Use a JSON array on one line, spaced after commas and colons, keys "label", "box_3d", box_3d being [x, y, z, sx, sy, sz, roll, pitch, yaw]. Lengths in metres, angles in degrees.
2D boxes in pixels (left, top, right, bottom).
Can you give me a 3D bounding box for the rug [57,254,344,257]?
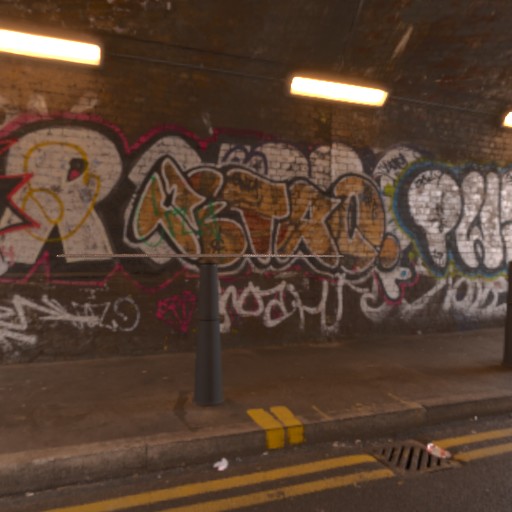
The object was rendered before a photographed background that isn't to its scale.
[{"label": "rug", "box_3d": [0.000, 0.000, 2.405, 0.662, 0.011, 2.196, 0, 0, 19]}]
